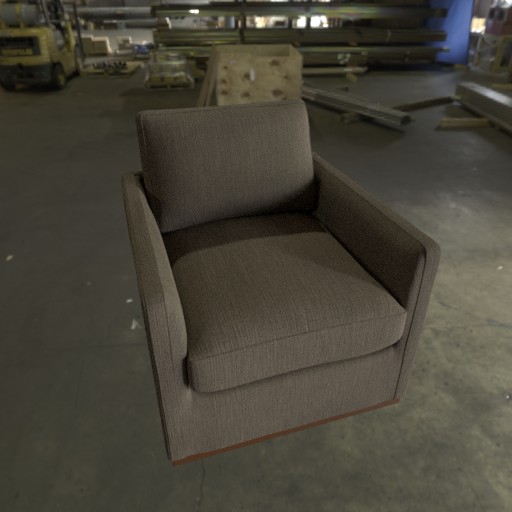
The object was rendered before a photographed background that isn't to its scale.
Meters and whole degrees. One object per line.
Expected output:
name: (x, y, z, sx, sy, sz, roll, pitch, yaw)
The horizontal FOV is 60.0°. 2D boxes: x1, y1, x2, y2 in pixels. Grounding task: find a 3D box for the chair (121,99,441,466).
chair: (0.000, 0.000, 1.438, 0.763, 0.811, 0.834, -10, 33, -15)
